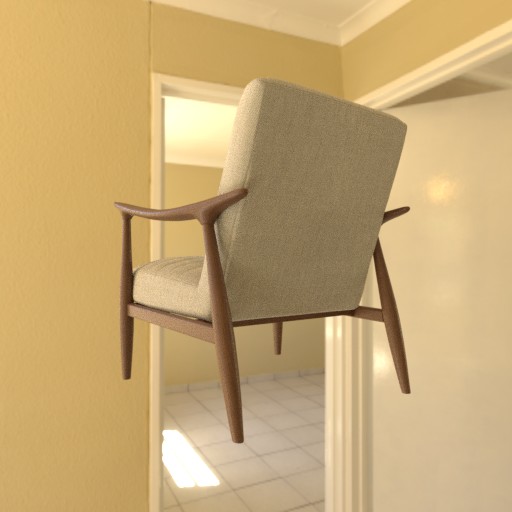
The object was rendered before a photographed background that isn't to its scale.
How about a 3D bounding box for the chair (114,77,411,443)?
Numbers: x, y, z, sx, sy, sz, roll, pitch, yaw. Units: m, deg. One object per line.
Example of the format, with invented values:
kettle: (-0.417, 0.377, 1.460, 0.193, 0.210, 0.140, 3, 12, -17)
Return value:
chair: (0.000, 0.000, 1.456, 0.741, 0.832, 0.798, 0, 0, -36)
